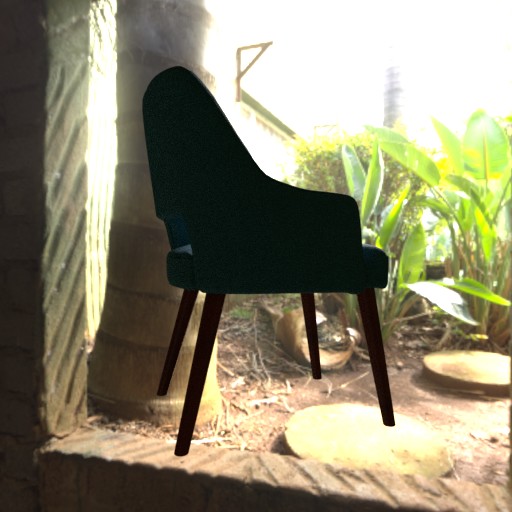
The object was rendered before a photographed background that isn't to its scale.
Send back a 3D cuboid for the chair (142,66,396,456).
[{"bbox_3d":[0.000,0.000,1.221,0.605,0.849,0.548,0,1,-18],"label":"chair"}]
